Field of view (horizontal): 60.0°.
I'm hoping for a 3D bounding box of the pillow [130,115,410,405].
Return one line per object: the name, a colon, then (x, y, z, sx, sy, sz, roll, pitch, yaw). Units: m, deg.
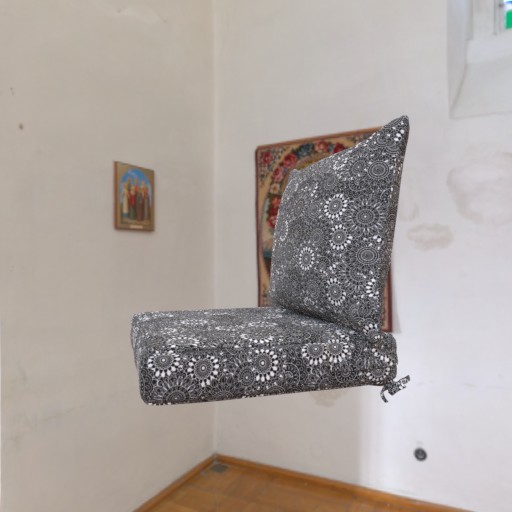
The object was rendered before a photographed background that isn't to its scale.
pillow: (0.000, 0.000, 1.386, 0.740, 0.722, 0.798, 0, 0, -18)
